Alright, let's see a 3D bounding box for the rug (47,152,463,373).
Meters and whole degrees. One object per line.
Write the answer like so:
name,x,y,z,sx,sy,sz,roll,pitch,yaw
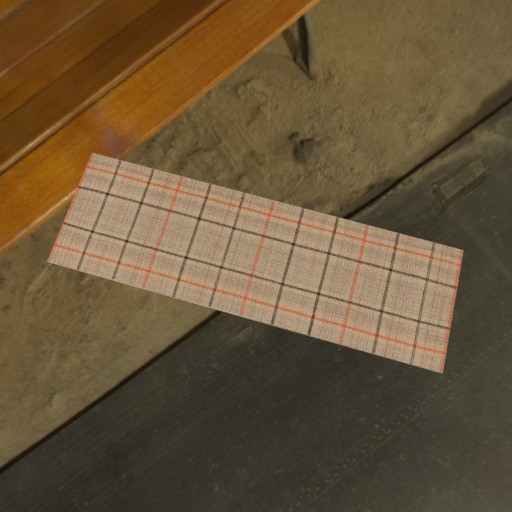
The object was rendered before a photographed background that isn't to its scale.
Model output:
rug,0.000,0.000,2.721,2.439,0.008,0.762,15,76,4
